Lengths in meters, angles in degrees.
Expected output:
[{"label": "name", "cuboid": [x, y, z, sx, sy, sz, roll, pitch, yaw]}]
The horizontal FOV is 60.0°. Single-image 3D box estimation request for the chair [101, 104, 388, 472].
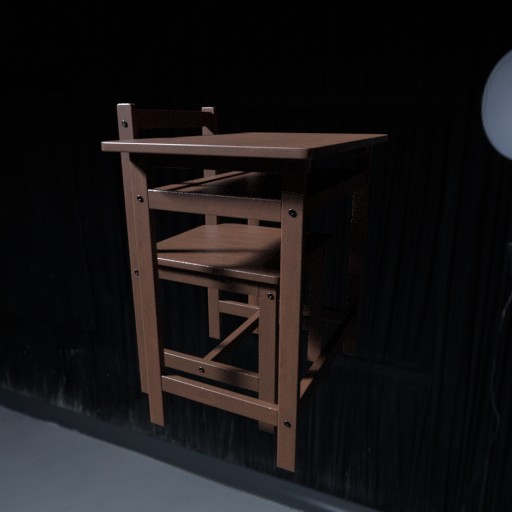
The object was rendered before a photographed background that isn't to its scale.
[{"label": "chair", "cuboid": [0.000, 0.000, 1.042, 0.463, 0.673, 0.599, 8, 19, 24]}]
